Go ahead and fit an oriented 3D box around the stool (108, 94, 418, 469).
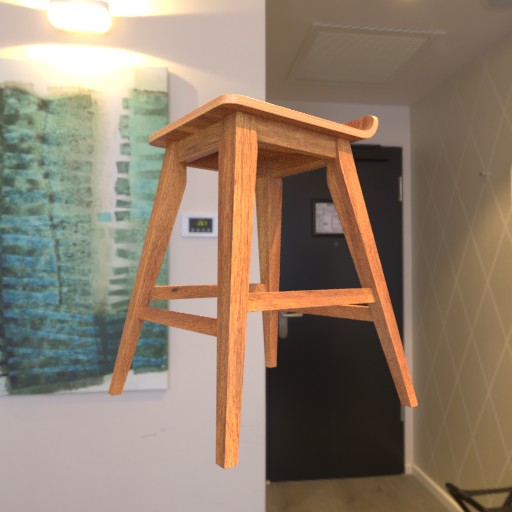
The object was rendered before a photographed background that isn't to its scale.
[{"bbox_3d":[0.000,0.000,1.014,0.500,0.650,0.500,1,-2,-37],"label":"stool"}]
